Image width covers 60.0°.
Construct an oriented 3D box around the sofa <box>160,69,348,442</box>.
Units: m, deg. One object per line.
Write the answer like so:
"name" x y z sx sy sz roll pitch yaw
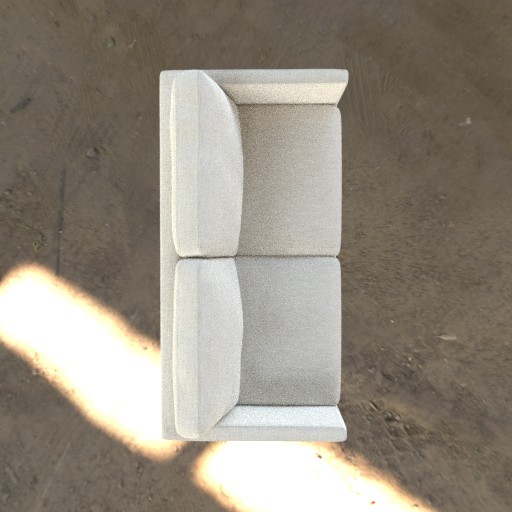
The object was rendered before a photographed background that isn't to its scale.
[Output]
"sofa" 0.000 0.000 2.443 0.950 0.963 1.838 0 91 1
